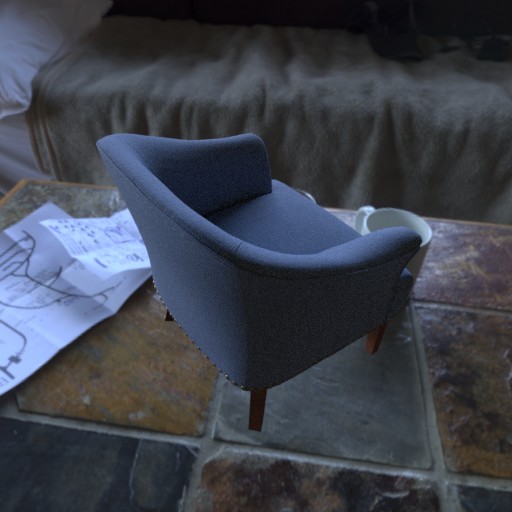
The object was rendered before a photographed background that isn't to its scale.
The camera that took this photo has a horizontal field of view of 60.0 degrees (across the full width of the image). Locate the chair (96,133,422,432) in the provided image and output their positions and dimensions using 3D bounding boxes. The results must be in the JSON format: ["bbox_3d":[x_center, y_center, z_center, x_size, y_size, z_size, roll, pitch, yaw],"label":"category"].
[{"bbox_3d":[0.000,0.000,1.401,0.704,0.815,0.798,-26,47,-26],"label":"chair"}]
